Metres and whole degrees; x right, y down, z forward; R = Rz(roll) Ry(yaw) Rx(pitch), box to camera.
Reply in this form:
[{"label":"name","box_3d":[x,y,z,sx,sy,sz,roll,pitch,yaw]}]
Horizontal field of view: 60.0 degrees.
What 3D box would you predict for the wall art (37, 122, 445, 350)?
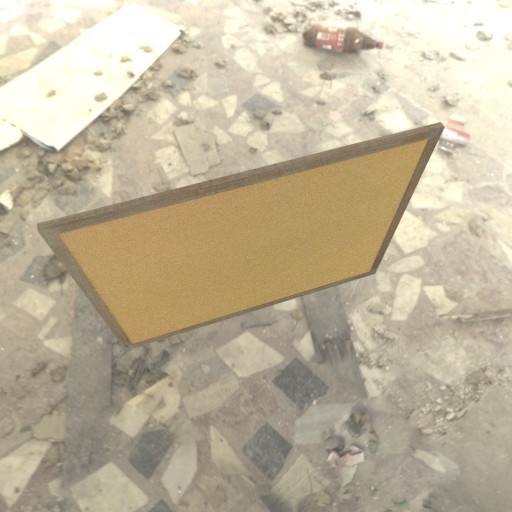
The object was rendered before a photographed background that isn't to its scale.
[{"label":"wall art","box_3d":[0.000,0.000,1.386,1.012,0.774,0.019,-16,60,-10]}]
